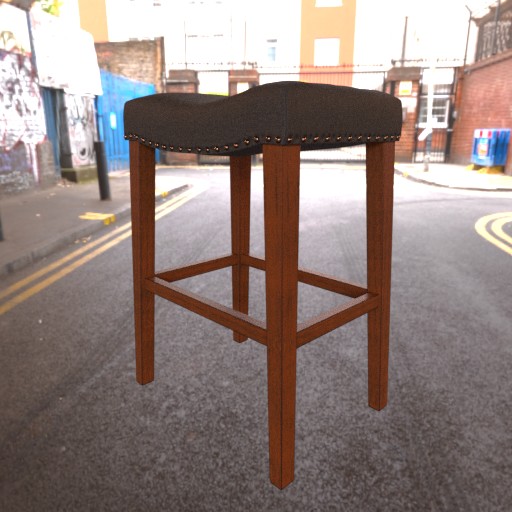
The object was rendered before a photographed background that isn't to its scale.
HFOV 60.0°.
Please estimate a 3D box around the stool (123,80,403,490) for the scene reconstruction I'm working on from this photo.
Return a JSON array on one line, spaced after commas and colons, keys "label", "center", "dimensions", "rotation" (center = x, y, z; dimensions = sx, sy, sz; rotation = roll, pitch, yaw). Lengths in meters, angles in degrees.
[{"label": "stool", "center": [0.000, 0.000, 0.866], "dimensions": [0.320, 0.612, 0.439], "rotation": [-15, 22, -42]}]
